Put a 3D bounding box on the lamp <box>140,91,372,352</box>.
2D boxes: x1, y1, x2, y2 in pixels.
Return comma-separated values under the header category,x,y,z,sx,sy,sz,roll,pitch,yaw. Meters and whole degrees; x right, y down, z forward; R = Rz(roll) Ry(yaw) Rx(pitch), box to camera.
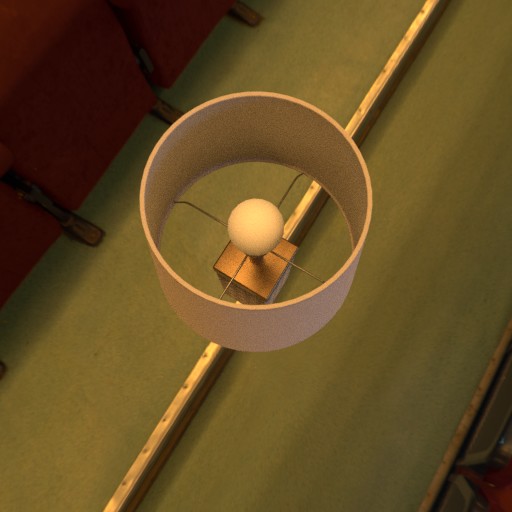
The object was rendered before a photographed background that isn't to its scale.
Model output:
category,x,y,z,sx,sy,sz,roll,pitch,yaw
lamp,0.000,0.000,0.588,0.251,0.435,0.251,0,76,0
